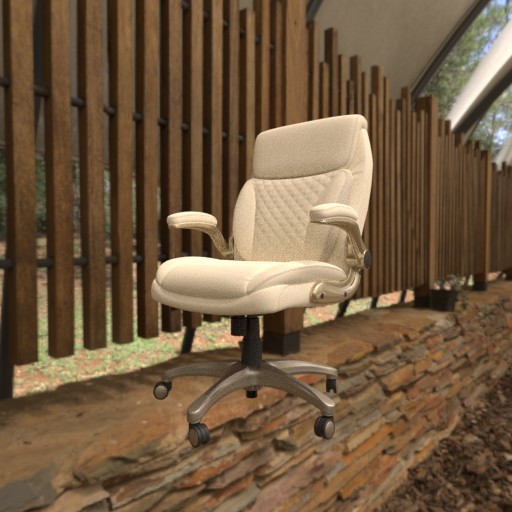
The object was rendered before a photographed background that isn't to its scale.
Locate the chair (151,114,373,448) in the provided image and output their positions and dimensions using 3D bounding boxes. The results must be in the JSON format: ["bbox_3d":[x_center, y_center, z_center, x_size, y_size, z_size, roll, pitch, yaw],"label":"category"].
[{"bbox_3d":[0.000,0.000,1.637,0.740,1.110,0.794,1,2,35],"label":"chair"}]
